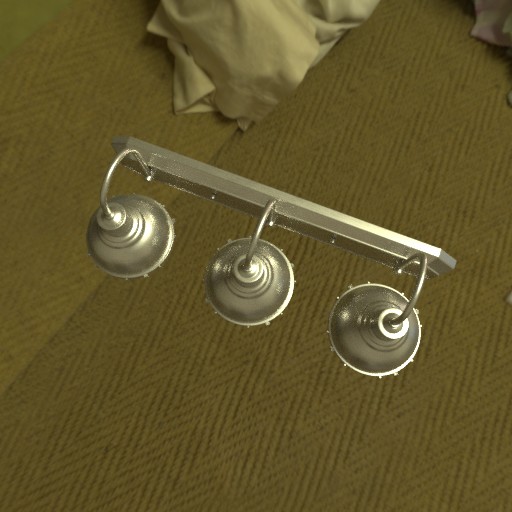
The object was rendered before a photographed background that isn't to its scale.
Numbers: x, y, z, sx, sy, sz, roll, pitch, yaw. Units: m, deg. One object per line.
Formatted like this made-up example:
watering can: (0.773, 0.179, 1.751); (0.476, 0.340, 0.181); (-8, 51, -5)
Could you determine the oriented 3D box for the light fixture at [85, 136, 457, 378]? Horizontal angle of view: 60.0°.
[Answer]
light fixture: (0.000, 0.000, 0.747); (0.634, 0.254, 0.229); (21, 77, 5)
